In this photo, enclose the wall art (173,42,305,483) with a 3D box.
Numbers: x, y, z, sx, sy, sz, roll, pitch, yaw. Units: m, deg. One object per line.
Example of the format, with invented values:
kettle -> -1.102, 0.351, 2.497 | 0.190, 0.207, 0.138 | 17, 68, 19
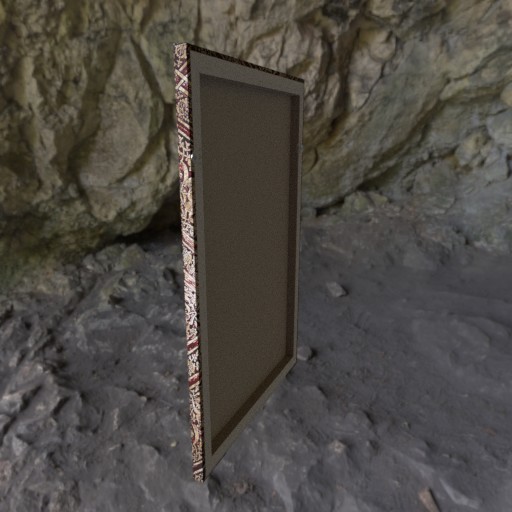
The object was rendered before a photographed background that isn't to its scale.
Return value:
wall art -> 0.000, 0.000, 0.754 | 0.020, 0.599, 0.397 | 7, 17, 25
